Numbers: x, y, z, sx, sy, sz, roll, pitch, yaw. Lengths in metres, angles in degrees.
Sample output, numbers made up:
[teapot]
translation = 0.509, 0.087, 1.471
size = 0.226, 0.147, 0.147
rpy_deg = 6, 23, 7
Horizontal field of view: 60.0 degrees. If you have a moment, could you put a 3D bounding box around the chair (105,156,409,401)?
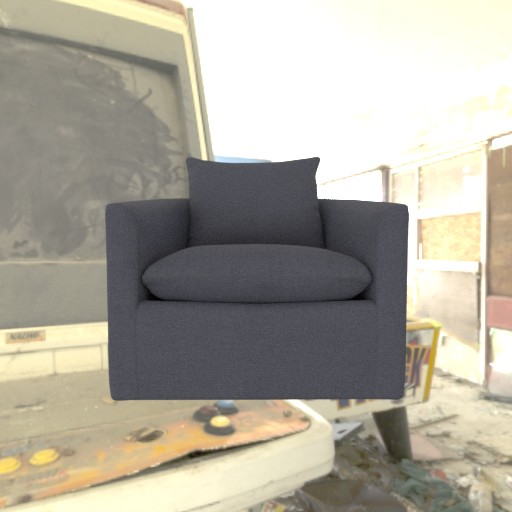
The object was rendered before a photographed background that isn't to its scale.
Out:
[chair]
translation = 0.000, 0.000, 1.649
size = 0.845, 0.848, 0.910
rpy_deg = 0, 1, -1
